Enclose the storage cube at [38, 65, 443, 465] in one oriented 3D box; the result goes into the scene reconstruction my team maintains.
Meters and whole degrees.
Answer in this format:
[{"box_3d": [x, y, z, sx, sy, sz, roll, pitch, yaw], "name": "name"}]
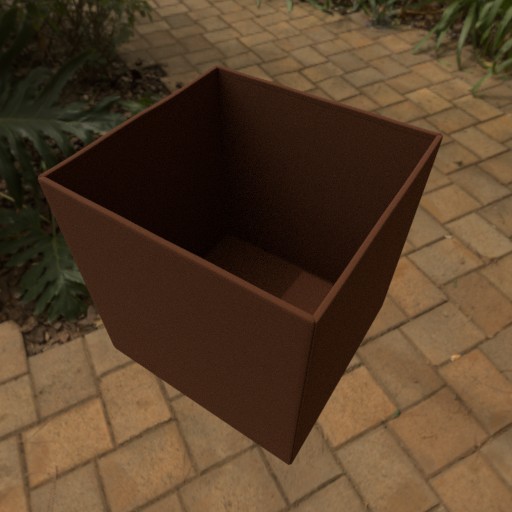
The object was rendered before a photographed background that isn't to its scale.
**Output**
[{"box_3d": [0.000, 0.000, 0.499, 0.270, 0.280, 0.270, 26, 53, 22], "name": "storage cube"}]
